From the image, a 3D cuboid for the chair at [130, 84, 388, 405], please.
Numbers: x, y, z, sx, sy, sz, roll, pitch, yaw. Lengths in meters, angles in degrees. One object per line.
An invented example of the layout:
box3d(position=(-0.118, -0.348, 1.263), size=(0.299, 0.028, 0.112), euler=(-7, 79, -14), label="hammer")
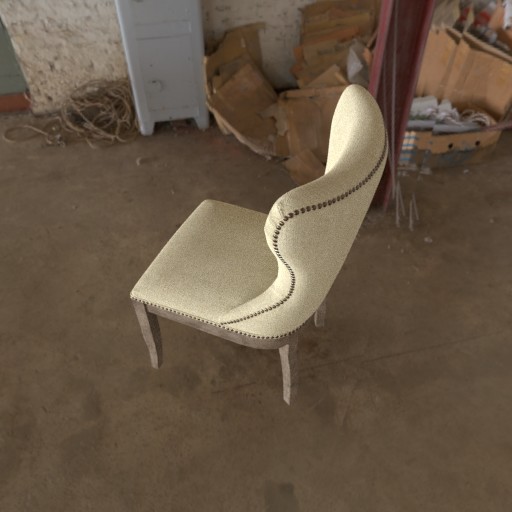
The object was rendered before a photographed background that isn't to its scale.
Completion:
box3d(position=(0.000, 0.000, 1.486), size=(0.681, 1.002, 0.654), euler=(16, 47, 16), label="chair")
